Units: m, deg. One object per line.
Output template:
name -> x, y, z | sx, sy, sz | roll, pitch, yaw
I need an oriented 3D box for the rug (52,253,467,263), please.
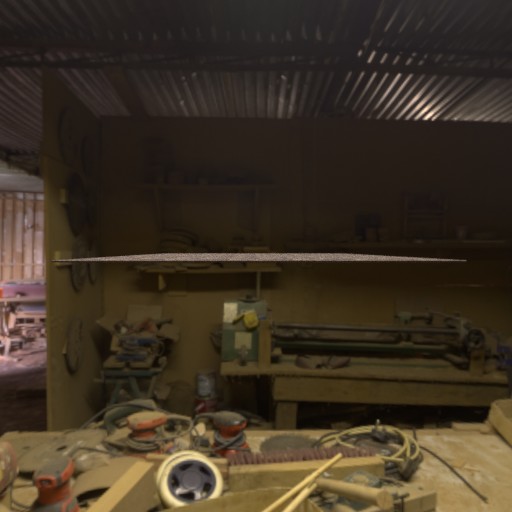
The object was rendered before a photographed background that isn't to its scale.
rug -> 0.000, 0.000, 4.173 | 2.382, 0.018, 3.294 | 0, 1, -1
